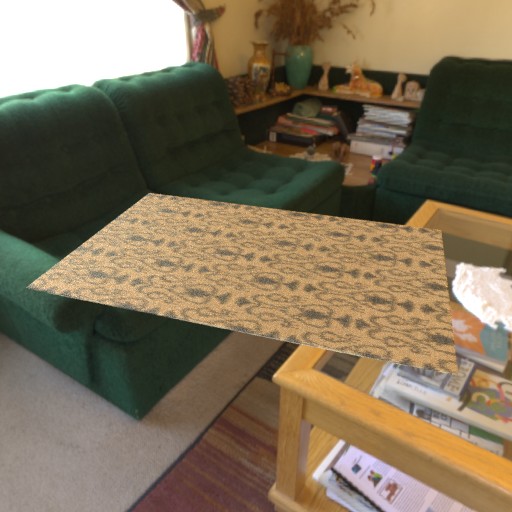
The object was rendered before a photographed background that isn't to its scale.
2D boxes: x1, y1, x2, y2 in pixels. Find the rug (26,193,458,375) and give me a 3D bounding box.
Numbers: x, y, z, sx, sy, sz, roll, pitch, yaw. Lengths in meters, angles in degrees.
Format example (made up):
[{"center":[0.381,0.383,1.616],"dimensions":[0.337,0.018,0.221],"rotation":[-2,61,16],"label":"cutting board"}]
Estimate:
[{"center":[0.000,0.000,2.029],"dimensions":[1.652,0.006,1.035],"rotation":[9,32,14],"label":"rug"}]
